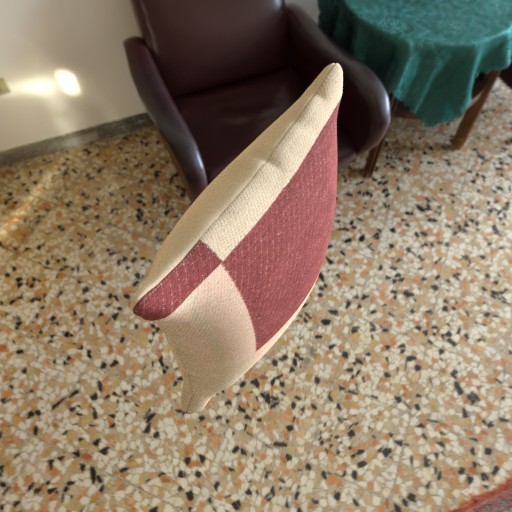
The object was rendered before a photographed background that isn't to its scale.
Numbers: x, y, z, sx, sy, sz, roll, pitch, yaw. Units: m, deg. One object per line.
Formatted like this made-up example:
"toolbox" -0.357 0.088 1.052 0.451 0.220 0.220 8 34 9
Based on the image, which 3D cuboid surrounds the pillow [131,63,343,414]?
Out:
"pillow" 0.000 0.000 0.815 0.229 0.506 0.536 28 63 16
